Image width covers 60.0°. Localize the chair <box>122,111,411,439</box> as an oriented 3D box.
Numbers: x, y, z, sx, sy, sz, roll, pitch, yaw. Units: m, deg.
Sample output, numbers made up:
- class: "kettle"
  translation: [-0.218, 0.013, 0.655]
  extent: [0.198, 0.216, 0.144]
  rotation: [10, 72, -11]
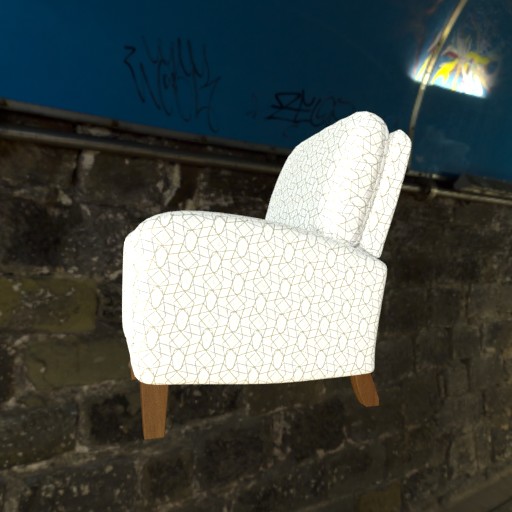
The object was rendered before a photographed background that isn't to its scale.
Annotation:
- class: "chair"
  translation: [0.000, 0.000, 1.764]
  extent: [0.995, 1.064, 0.796]
  rotation: [0, 0, -19]
